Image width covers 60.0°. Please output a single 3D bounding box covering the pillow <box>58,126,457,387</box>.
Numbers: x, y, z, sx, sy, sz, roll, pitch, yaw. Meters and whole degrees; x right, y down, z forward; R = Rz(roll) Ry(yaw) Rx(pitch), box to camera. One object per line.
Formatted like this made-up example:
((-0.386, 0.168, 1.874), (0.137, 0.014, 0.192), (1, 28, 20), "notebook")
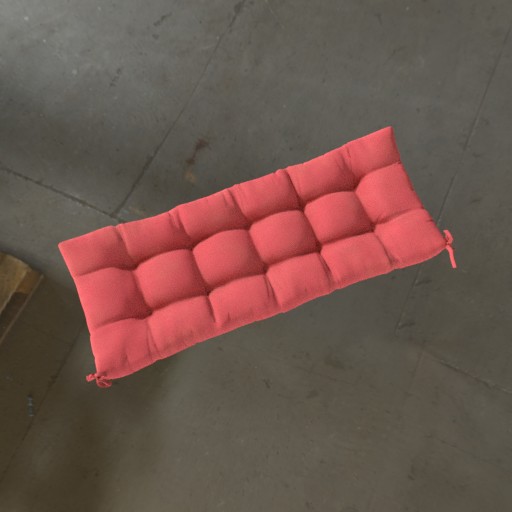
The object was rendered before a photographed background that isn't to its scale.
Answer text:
((0.000, 0.000, 1.368), (1.194, 0.174, 0.511), (-20, 77, -5), "pillow")
